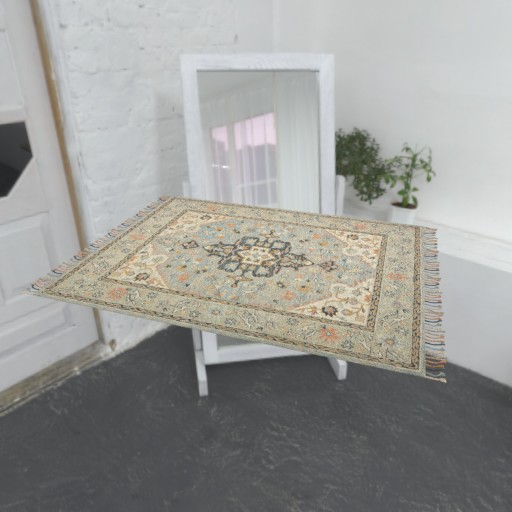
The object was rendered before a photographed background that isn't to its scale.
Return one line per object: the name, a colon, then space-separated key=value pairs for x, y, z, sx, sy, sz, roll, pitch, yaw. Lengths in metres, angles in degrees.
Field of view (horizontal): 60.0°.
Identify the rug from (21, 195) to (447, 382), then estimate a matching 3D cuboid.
rug: x=0.000 y=0.000 z=4.099 sx=3.221 sy=0.011 sz=2.379 roll=9 pitch=29 yaw=16
